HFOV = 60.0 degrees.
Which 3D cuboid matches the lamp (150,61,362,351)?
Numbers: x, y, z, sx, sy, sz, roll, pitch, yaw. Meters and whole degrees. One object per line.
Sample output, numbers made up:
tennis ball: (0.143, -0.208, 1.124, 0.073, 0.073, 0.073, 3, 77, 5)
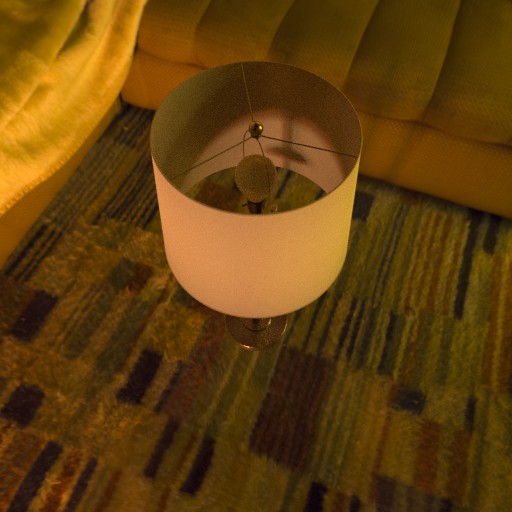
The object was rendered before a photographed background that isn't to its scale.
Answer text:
lamp: (0.000, 0.000, 0.882, 0.333, 0.696, 0.333, 0, 60, 0)
